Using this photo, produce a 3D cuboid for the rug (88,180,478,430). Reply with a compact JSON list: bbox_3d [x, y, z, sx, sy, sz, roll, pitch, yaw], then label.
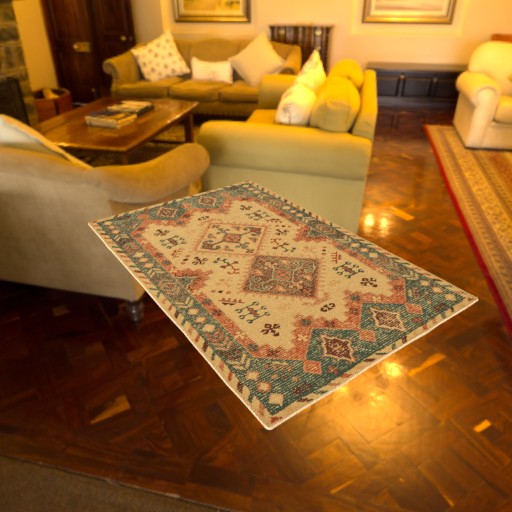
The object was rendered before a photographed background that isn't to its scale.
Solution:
[{"bbox_3d":[0.000,0.000,2.374,1.225,0.015,1.840,-20,36,-30],"label":"rug"}]
